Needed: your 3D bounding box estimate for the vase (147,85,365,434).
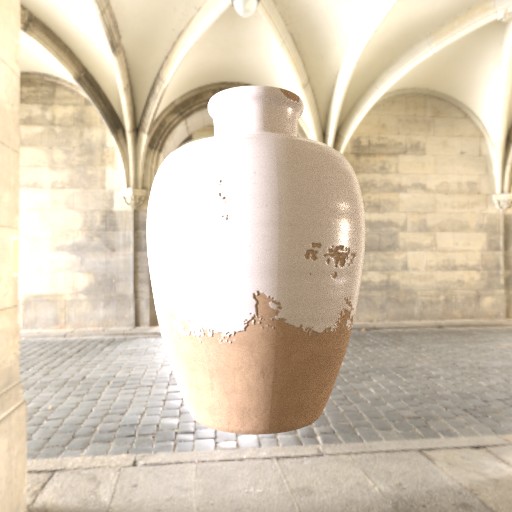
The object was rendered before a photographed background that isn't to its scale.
[{"bbox_3d":[0.000,0.000,0.329,0.158,0.228,0.158,0,-1,0],"label":"vase"}]
